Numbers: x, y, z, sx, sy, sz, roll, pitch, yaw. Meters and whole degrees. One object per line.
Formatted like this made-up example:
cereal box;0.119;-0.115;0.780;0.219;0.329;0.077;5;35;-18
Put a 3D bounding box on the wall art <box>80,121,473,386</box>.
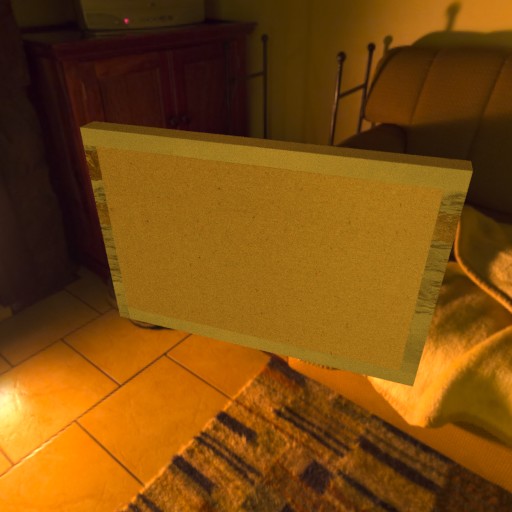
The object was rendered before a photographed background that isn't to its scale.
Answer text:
wall art;0.000;0.000;0.780;0.606;0.407;0.041;10;34;16
